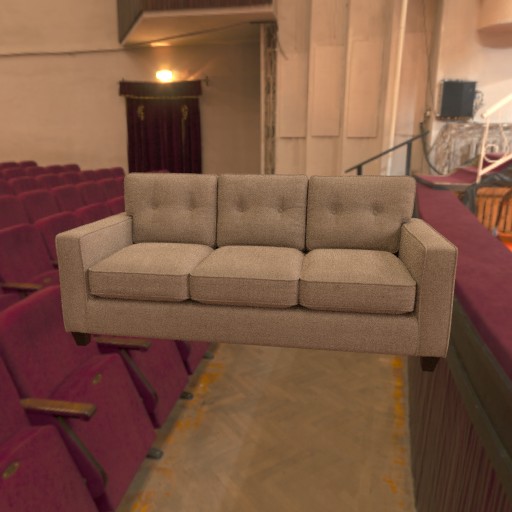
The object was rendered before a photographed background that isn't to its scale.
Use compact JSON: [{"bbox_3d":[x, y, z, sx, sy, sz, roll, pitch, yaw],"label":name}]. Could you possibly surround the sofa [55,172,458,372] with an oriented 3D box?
[{"bbox_3d":[0.000,0.000,2.740,2.133,0.965,0.939,2,14,9],"label":"sofa"}]
